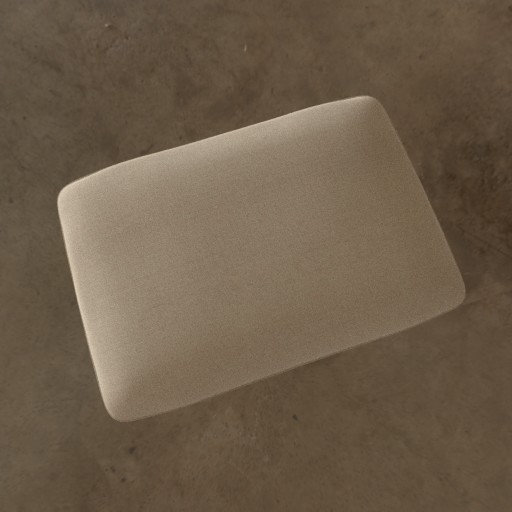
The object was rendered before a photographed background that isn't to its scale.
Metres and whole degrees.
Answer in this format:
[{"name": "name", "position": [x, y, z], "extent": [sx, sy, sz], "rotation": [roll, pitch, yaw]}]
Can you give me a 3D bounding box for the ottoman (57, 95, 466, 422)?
[{"name": "ottoman", "position": [0.000, 0.000, 1.332], "extent": [0.984, 0.453, 0.686], "rotation": [-18, 76, -5]}]
